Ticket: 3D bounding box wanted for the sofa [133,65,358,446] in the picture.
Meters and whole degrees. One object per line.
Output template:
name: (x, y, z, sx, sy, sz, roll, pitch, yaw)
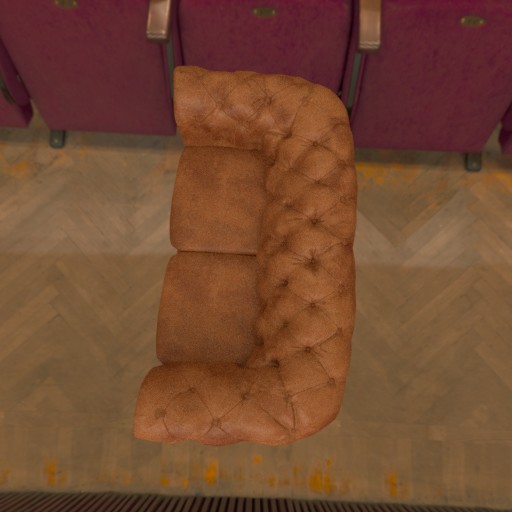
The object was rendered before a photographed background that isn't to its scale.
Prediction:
sofa: (0.000, 0.000, 2.569, 1.042, 0.877, 1.979, 4, 76, 1)
